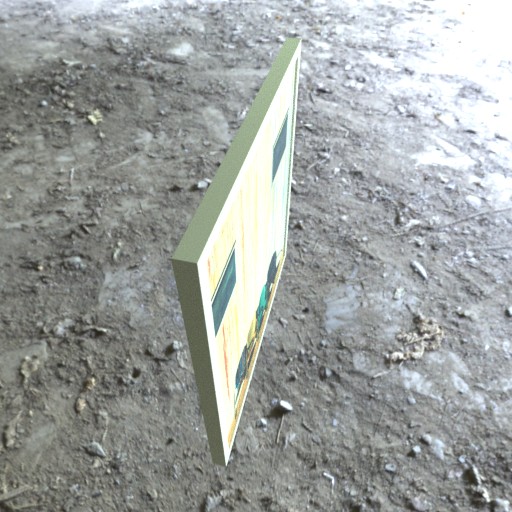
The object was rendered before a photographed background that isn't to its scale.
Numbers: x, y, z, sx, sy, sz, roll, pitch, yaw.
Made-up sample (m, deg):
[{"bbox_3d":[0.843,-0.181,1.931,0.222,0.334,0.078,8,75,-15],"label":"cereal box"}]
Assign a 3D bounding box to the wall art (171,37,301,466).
[{"bbox_3d":[0.000,0.000,1.099,0.036,0.760,0.760,10,48,10],"label":"wall art"}]
